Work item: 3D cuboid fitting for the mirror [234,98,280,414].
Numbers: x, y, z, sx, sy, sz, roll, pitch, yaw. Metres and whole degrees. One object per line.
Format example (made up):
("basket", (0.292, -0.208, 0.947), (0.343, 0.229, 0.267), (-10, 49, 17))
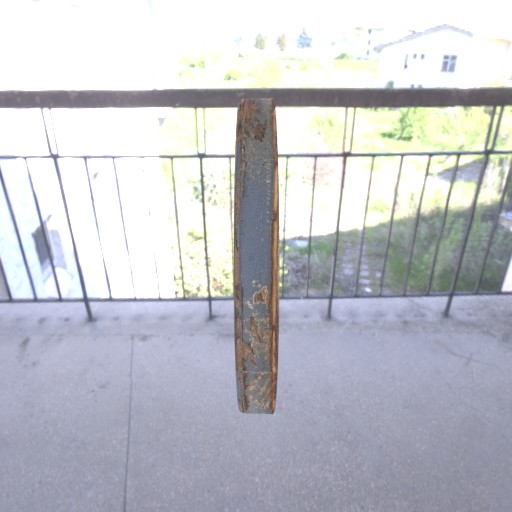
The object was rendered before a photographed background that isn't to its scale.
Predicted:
("mirror", (0.000, 0.000, 0.871), (0.061, 0.585, 0.585), (0, 27, 0))
